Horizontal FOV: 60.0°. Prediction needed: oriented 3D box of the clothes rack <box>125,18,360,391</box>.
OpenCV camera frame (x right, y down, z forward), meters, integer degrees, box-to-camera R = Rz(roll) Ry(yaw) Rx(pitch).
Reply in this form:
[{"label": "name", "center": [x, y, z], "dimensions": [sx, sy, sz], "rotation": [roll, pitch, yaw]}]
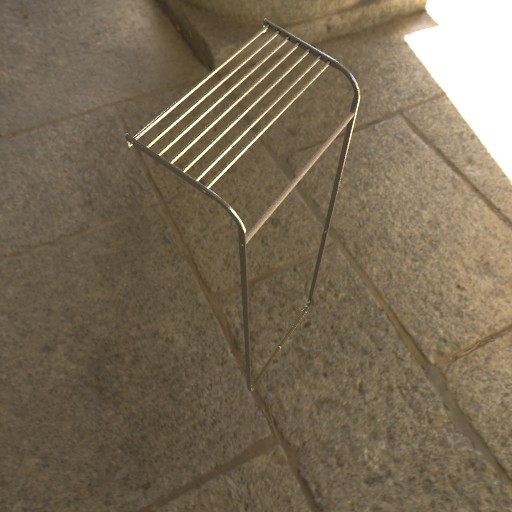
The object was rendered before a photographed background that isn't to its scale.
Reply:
[{"label": "clothes rack", "center": [0.000, 0.000, 1.809], "dimensions": [0.349, 1.574, 0.609], "rotation": [30, 63, 17]}]
